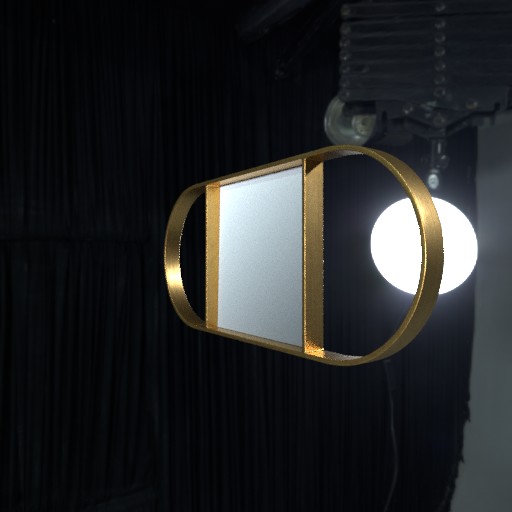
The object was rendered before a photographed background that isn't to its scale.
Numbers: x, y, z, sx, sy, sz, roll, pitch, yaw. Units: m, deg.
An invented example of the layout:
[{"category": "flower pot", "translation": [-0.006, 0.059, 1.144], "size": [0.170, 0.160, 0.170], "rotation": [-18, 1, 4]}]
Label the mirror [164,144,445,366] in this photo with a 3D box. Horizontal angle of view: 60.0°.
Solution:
[{"category": "mirror", "translation": [0.000, 0.000, 0.659], "size": [0.032, 0.254, 0.584], "rotation": [0, 0, -36]}]
